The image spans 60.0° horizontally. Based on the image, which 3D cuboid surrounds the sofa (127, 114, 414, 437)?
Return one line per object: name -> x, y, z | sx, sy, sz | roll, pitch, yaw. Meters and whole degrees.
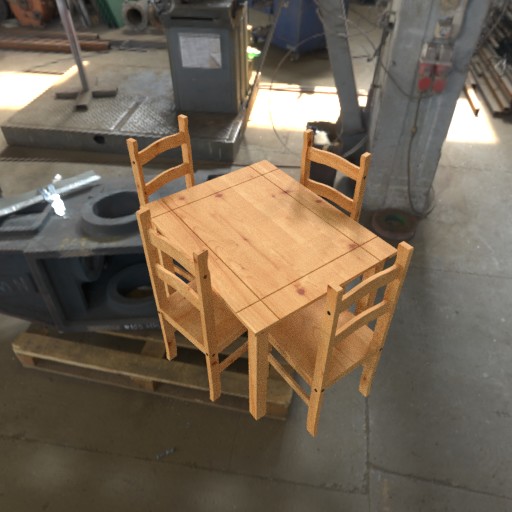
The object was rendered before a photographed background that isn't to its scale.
sofa -> 0.000, 0.000, 2.347 | 1.144, 1.000, 1.529 | -26, 48, -26
